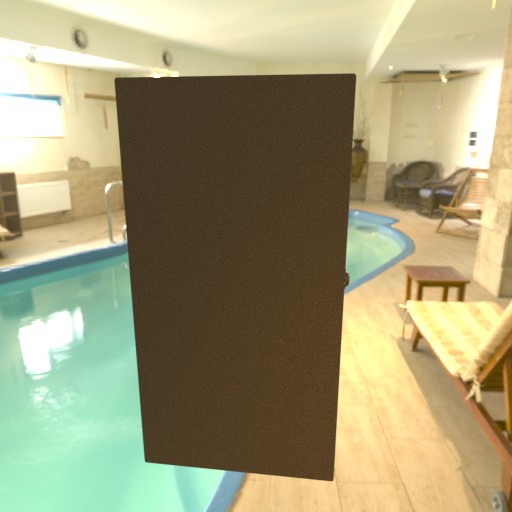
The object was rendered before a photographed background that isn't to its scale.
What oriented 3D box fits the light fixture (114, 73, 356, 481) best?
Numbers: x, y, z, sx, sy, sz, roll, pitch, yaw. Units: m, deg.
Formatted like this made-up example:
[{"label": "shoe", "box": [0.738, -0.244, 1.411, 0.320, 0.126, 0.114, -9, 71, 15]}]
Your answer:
[{"label": "light fixture", "box": [0.000, 0.000, 0.256, 0.098, 0.179, 0.138, 2, 16, 8]}]
